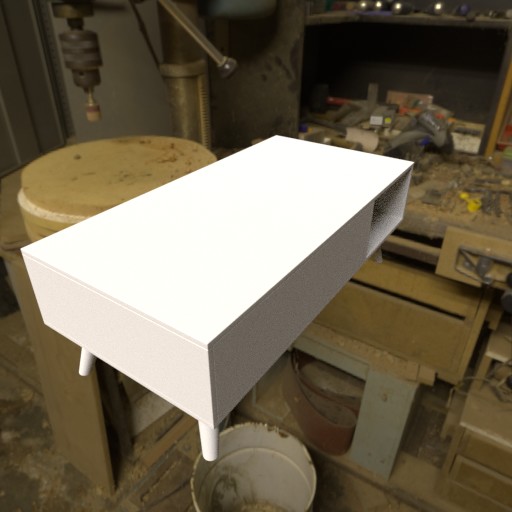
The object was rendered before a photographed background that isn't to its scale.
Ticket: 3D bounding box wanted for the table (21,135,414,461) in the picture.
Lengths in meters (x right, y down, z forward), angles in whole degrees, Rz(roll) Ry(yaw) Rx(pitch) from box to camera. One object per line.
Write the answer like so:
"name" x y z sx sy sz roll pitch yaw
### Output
"table" 0.000 0.000 1.493 0.609 0.432 1.194 20 37 29
